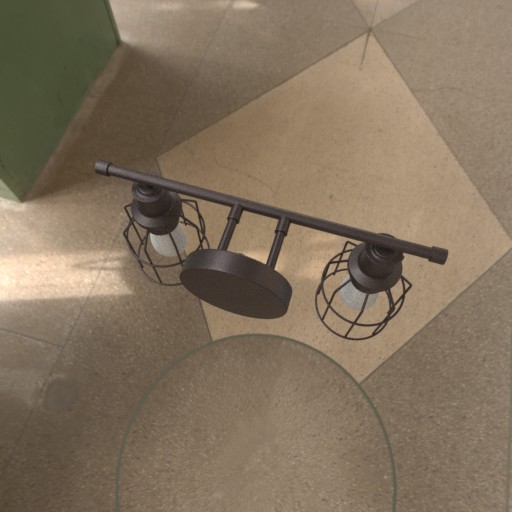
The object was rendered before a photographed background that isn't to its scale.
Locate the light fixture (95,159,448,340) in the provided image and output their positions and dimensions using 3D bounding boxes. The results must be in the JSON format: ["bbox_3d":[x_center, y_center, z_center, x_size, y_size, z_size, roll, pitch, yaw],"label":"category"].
[{"bbox_3d":[0.000,0.000,0.550,0.406,0.254,0.165,15,65,7],"label":"light fixture"}]
